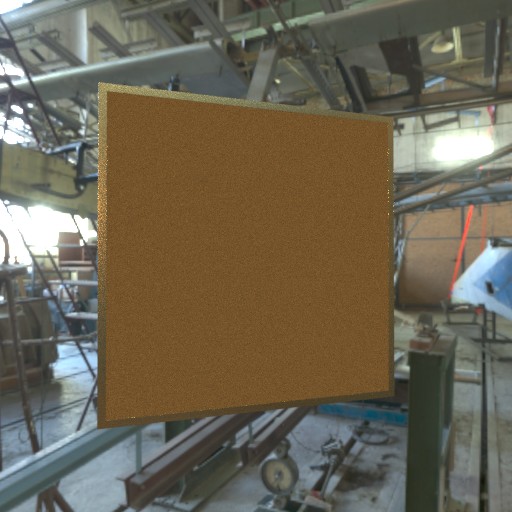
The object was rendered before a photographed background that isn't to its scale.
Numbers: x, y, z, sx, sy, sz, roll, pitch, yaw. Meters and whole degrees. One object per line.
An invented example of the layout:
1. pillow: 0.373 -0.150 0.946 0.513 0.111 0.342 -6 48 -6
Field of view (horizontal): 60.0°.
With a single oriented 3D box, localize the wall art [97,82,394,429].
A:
1. wall art: 0.000 0.000 0.454 0.304 0.304 0.038 0 -1 -18
